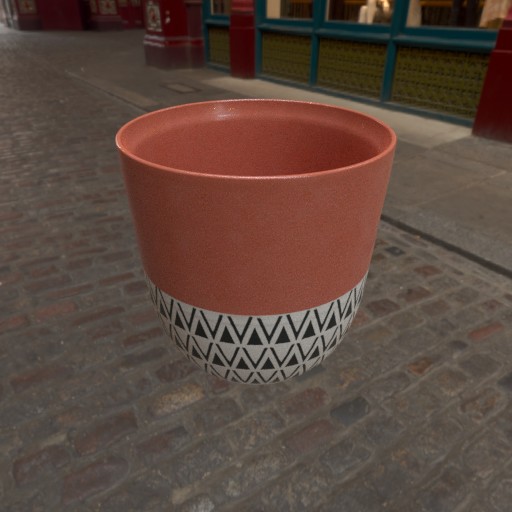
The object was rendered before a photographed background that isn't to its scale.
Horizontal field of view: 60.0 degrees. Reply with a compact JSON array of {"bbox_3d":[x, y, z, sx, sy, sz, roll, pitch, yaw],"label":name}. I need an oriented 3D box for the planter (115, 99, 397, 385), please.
[{"bbox_3d":[0.000,0.000,0.372,0.195,0.214,0.195,0,31,0],"label":"planter"}]
